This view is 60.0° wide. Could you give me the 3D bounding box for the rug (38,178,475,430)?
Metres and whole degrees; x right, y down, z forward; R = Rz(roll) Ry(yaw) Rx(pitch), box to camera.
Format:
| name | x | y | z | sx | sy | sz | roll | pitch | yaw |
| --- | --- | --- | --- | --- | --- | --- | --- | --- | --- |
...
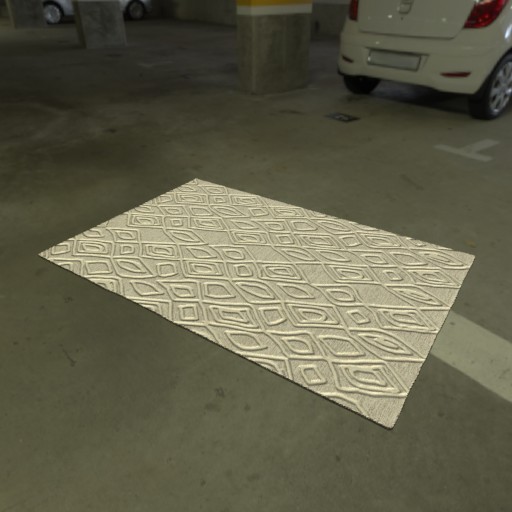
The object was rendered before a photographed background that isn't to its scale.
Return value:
| name | x | y | z | sx | sy | sz | roll | pitch | yaw |
| --- | --- | --- | --- | --- | --- | --- | --- | --- | --- |
| rug | 0.000 | 0.000 | 2.219 | 1.832 | 0.016 | 1.224 | 20 | 37 | 28 |
